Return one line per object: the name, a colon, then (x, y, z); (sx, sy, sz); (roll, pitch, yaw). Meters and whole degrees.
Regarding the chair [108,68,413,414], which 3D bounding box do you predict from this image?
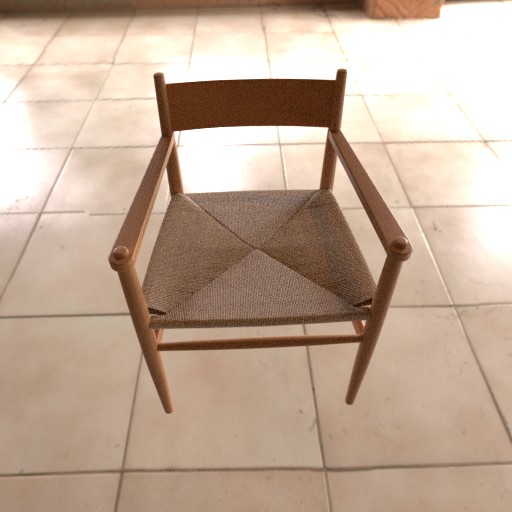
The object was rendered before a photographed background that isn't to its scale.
chair: (0.000, 0.000, 1.138); (0.556, 0.762, 0.495); (-2, 45, -2)
